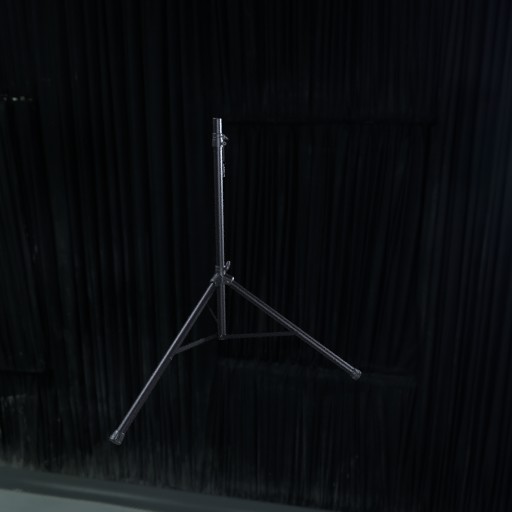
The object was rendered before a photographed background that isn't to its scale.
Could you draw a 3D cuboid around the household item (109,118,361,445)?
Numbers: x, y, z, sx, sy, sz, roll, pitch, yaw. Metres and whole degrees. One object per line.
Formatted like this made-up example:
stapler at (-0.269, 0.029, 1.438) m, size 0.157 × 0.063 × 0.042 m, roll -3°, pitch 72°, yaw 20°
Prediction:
household item at (0.000, 0.000, 2.683) m, size 1.339 × 1.595 × 1.596 m, roll 2°, pitch 15°, yaw 7°
